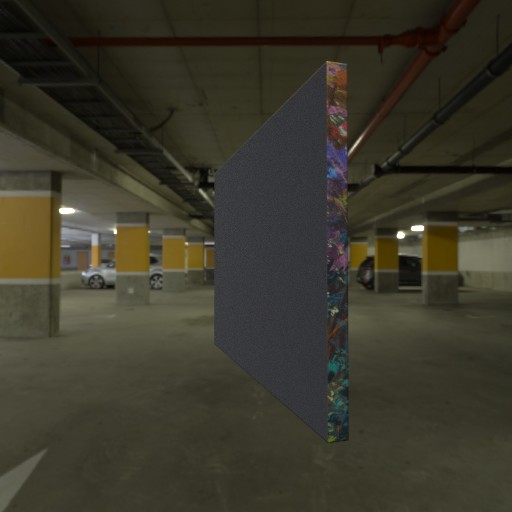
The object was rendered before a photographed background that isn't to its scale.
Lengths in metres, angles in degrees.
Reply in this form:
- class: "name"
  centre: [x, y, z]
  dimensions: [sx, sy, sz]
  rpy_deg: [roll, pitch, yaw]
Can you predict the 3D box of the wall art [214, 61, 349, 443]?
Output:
- class: "wall art"
  centre: [0.000, 0.000, 1.141]
  dimensions: [0.037, 0.604, 0.908]
  rpy_deg: [0, -1, -17]
